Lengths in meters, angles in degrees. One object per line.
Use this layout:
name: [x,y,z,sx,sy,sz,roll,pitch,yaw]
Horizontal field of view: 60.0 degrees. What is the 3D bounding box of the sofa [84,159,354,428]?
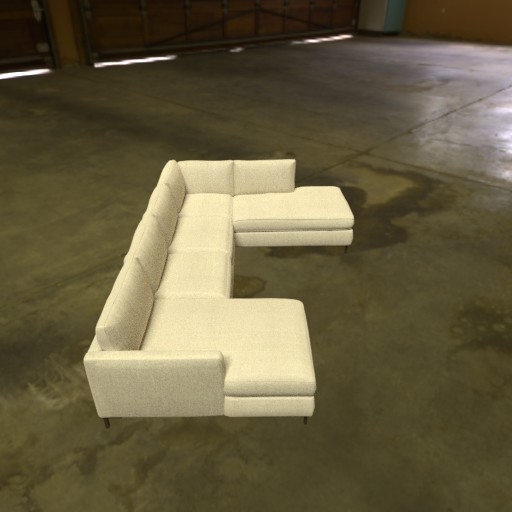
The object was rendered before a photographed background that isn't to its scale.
sofa: [0.000,0.000,3.570,1.879,0.756,2.737,-1,31,-1]
